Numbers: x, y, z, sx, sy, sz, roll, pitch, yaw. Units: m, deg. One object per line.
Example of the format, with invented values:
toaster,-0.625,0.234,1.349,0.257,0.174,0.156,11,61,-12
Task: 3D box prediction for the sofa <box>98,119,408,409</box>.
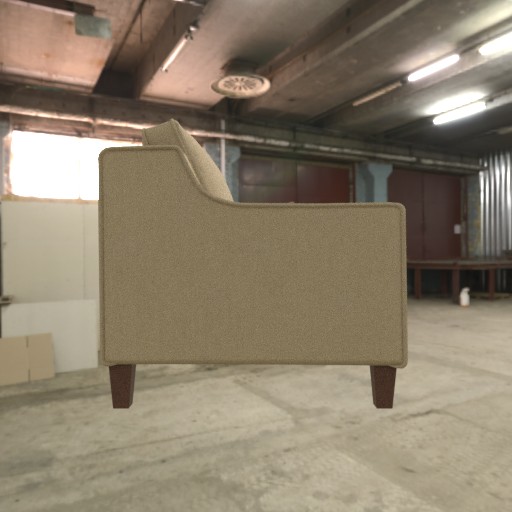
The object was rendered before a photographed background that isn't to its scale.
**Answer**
sofa,0.000,0.000,2.127,0.987,0.971,1.501,0,0,0
